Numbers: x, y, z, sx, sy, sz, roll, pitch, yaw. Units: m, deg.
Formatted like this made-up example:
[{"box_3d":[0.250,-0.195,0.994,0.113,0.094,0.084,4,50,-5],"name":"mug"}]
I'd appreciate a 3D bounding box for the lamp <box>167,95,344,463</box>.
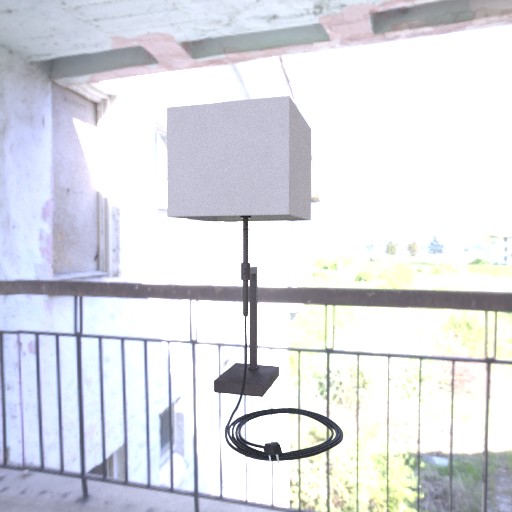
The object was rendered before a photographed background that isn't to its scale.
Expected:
[{"box_3d":[0.000,0.000,0.964,0.399,0.660,0.504,1,2,16],"name":"lamp"}]
